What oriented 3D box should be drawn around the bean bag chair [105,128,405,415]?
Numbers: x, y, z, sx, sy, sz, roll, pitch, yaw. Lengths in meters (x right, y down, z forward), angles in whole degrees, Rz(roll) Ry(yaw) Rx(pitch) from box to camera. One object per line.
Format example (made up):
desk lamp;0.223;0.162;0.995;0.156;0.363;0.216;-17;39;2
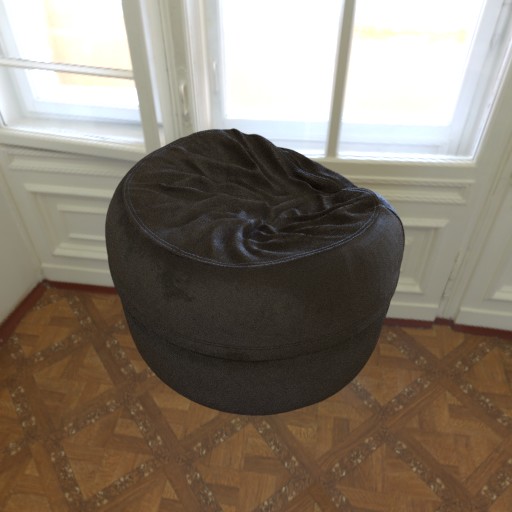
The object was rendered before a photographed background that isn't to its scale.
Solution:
bean bag chair;0.000;0.000;1.468;0.918;0.605;0.918;0;41;0
